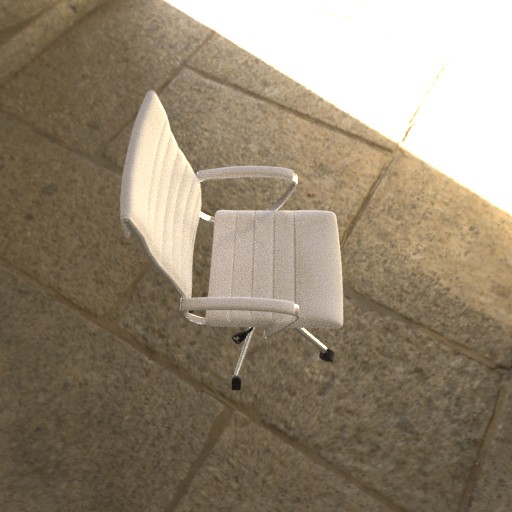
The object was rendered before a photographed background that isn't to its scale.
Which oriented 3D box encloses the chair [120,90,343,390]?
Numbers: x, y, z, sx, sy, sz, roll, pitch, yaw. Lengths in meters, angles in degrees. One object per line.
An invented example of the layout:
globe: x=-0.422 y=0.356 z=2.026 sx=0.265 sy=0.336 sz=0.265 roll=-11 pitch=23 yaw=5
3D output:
chair: x=0.000 y=0.000 z=1.658 sx=0.739 sy=1.149 sz=0.766 roll=2 pitch=62 yaw=1
